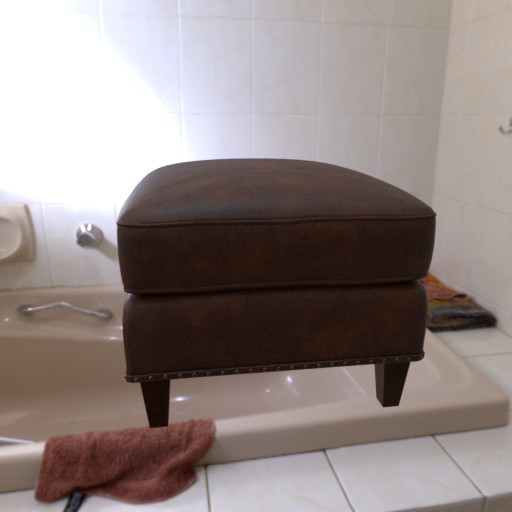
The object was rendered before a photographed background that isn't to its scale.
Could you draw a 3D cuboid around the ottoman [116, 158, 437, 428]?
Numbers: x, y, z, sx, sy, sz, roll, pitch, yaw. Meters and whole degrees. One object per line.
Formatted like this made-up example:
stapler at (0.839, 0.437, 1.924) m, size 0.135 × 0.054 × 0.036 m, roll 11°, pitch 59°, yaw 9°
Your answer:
ottoman at (0.000, 0.000, 1.149) m, size 0.586 × 0.486 × 0.742 m, roll -2°, pitch 16°, yaw -8°
